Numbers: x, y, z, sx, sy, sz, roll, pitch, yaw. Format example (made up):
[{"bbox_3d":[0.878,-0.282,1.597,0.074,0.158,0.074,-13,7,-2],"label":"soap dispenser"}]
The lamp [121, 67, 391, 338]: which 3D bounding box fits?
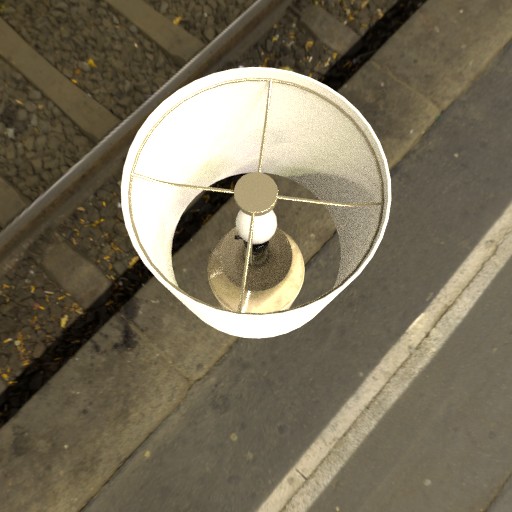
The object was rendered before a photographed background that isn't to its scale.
[{"bbox_3d":[0.000,0.000,0.566,0.211,0.455,0.211,21,76,5],"label":"lamp"}]
